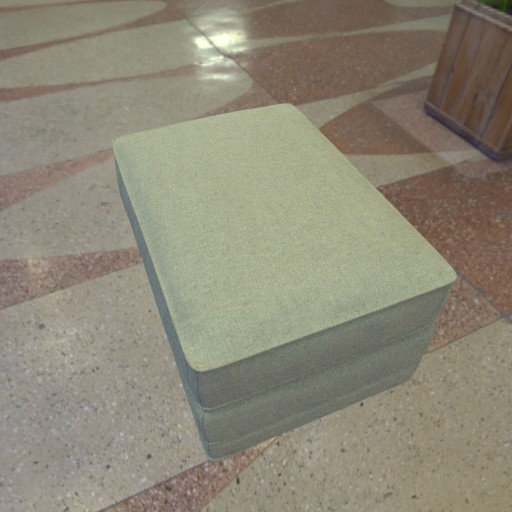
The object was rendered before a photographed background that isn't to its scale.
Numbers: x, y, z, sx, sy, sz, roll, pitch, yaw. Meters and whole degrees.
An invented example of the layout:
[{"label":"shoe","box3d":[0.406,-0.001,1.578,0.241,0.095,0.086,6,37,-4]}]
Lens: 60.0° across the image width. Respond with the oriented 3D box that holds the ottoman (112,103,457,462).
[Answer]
[{"label":"ottoman","box3d":[0.000,0.000,1.243,0.611,0.508,0.848,-17,48,-15]}]
